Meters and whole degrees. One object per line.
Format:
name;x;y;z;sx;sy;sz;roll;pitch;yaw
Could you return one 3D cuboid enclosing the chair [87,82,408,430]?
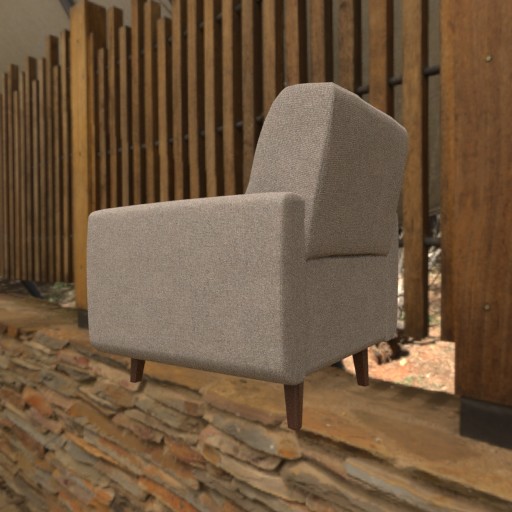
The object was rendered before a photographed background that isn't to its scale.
chair;0.000;0.000;1.650;0.942;0.968;0.845;1;2;37
